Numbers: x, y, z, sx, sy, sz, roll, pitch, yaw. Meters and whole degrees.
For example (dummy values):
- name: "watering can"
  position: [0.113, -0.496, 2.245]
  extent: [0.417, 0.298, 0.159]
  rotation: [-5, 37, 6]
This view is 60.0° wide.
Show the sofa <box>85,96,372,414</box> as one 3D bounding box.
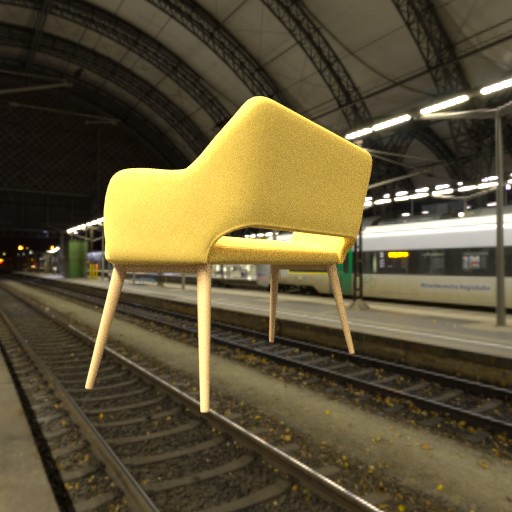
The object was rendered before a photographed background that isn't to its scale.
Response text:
- name: "sofa"
  position: [0.000, 0.000, 1.637]
  extent: [0.610, 0.840, 1.150]
  rotation: [-1, -1, 36]
